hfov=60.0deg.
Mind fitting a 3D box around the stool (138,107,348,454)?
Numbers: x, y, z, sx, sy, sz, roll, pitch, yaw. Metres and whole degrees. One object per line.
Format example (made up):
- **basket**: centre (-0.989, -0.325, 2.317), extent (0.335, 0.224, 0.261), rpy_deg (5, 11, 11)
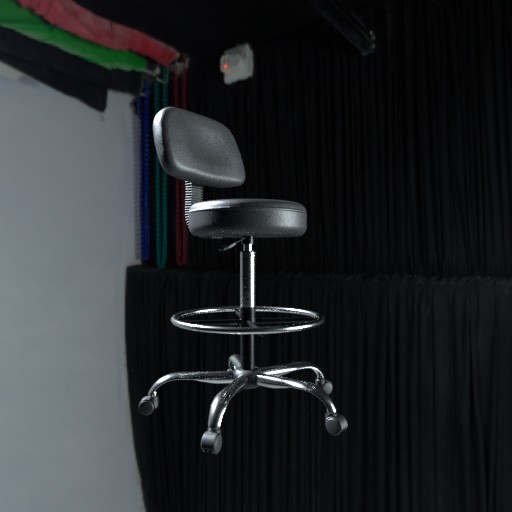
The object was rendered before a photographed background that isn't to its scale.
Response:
- **stool**: centre (0.000, 0.000, 1.511), extent (0.658, 1.069, 0.694), rpy_deg (0, 1, 36)
